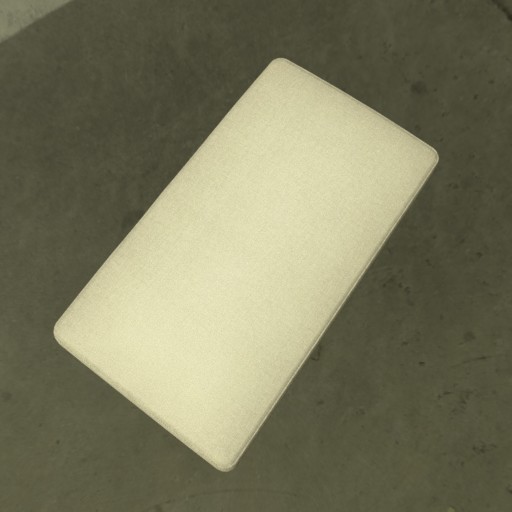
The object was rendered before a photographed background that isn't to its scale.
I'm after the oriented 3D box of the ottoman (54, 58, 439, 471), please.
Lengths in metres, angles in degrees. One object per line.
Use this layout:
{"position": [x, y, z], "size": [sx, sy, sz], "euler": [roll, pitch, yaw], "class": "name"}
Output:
{"position": [0.000, 0.000, 1.424], "size": [0.617, 0.461, 1.097], "euler": [35, 78, 8], "class": "ottoman"}
